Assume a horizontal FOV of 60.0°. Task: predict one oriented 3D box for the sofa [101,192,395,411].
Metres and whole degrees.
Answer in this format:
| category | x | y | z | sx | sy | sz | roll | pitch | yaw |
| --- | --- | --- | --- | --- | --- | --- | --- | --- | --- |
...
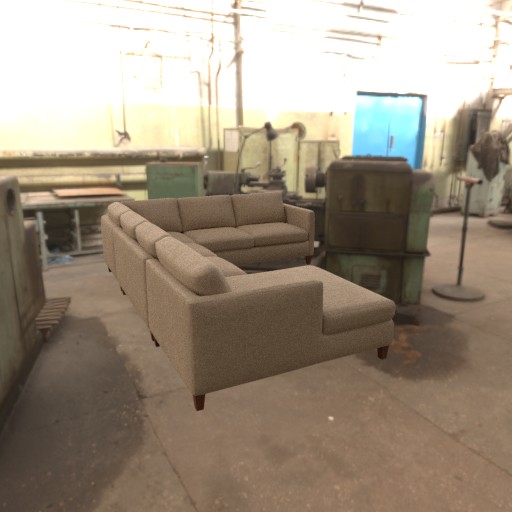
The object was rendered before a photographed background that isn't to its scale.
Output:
| category | x | y | z | sx | sy | sz | roll | pitch | yaw |
| --- | --- | --- | --- | --- | --- | --- | --- | --- | --- |
| sofa | 0.000 | 0.000 | 4.510 | 2.551 | 0.889 | 3.403 | -7 | 16 | -26 |
